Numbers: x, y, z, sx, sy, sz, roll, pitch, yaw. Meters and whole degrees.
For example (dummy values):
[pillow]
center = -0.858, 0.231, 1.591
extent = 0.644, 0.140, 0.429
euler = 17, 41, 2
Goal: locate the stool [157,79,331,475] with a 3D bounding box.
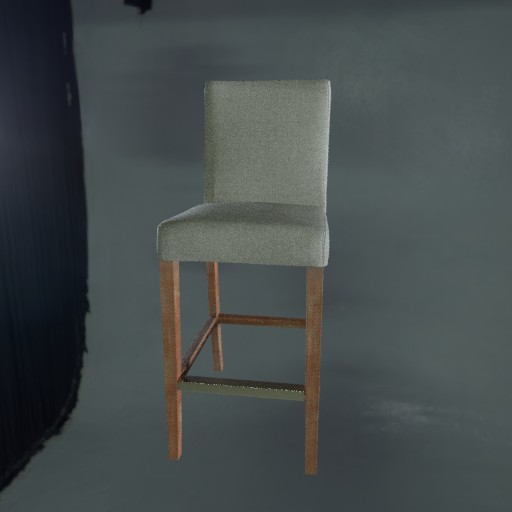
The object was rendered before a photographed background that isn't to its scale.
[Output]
[stool]
center = 0.000, 0.000, 1.375
extent = 0.439, 1.088, 0.570
euler = 2, 14, 8
